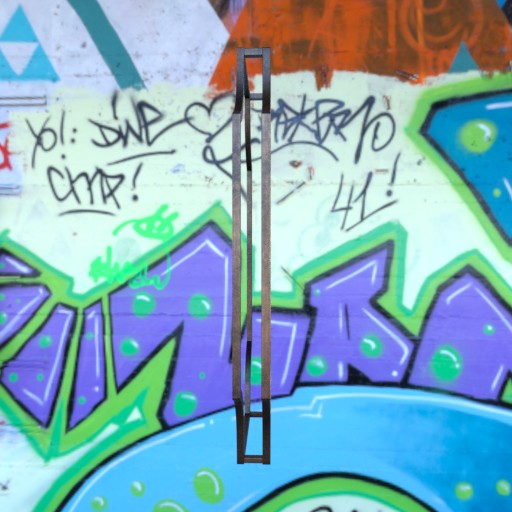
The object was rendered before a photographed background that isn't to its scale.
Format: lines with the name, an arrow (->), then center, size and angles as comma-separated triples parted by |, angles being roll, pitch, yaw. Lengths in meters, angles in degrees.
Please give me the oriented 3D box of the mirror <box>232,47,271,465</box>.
mirror -> 0.000, 0.000, 0.989 | 0.066, 0.811, 0.462 | 0, 0, 2
